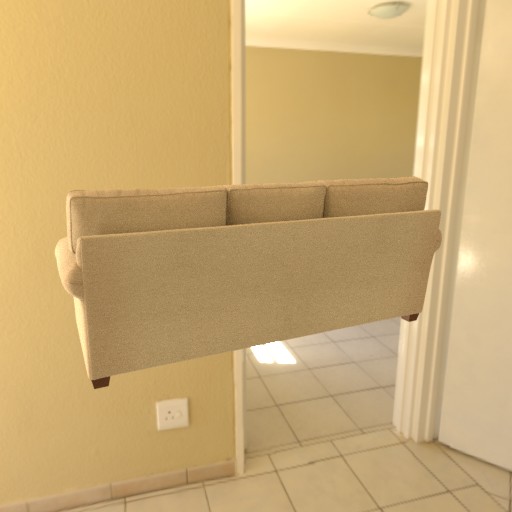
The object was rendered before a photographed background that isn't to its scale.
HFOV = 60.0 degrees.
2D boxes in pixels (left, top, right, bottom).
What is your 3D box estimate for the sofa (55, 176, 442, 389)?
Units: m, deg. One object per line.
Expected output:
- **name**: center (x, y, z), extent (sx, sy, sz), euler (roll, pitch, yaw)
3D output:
- **sofa**: center (0.000, 0.000, 2.822), extent (2.312, 0.975, 0.965), euler (-6, 15, -25)
